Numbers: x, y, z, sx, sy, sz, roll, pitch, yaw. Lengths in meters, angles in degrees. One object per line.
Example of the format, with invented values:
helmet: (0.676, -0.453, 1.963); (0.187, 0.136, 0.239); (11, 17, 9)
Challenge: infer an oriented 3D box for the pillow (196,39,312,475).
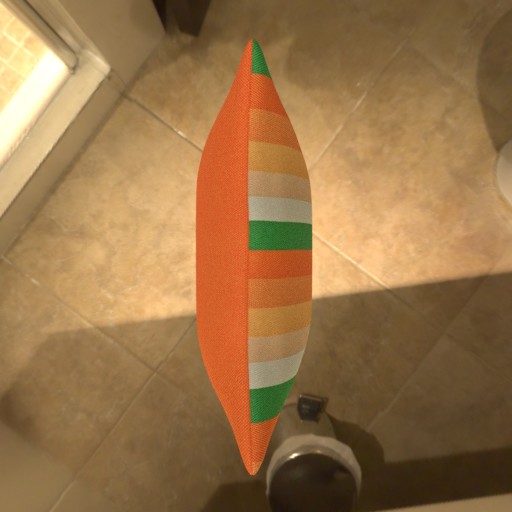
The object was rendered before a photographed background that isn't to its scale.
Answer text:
pillow: (0.000, 0.000, 0.678); (0.169, 0.444, 0.453); (0, 91, 1)
